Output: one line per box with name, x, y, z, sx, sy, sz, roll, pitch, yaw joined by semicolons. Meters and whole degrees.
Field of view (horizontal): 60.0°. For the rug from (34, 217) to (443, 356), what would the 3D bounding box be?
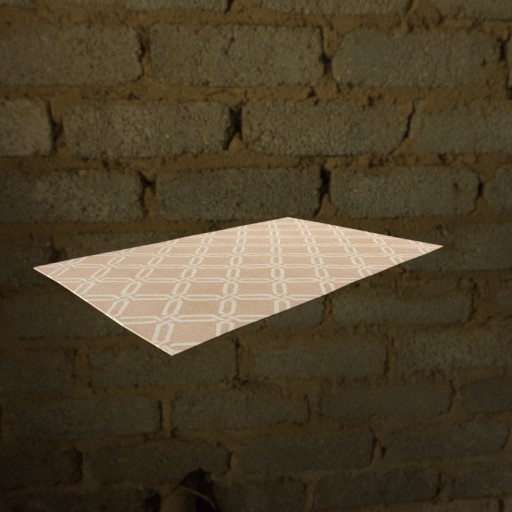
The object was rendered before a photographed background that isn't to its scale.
rug;0.000;0.000;2.212;1.745;0.010;1.146;-15;22;-42
